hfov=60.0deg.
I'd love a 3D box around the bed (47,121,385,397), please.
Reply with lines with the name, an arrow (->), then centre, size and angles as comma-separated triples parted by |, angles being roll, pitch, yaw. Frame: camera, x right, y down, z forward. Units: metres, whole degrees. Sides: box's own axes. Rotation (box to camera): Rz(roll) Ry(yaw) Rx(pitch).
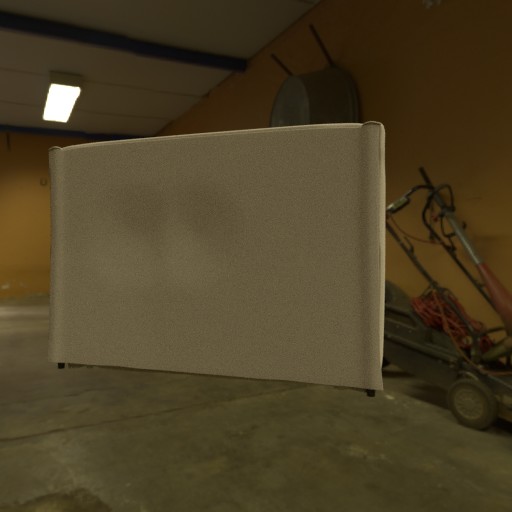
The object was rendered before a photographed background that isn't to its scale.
bed -> 0.000, 0.000, 3.426 | 1.925, 1.332, 2.276 | 0, 1, 16
